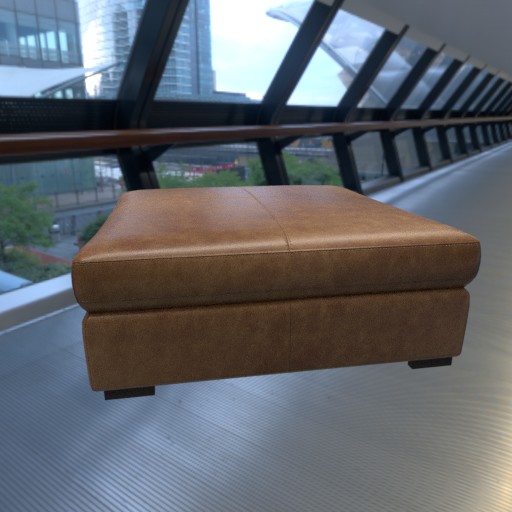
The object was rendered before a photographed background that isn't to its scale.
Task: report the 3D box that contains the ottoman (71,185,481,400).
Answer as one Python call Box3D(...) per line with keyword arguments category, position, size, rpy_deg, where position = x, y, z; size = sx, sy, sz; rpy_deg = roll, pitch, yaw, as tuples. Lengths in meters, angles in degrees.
Box3D(category="ottoman", position=(0.000, 0.000, 1.803), size=(1.168, 0.483, 1.169), rpy_deg=(-3, 17, -10))
